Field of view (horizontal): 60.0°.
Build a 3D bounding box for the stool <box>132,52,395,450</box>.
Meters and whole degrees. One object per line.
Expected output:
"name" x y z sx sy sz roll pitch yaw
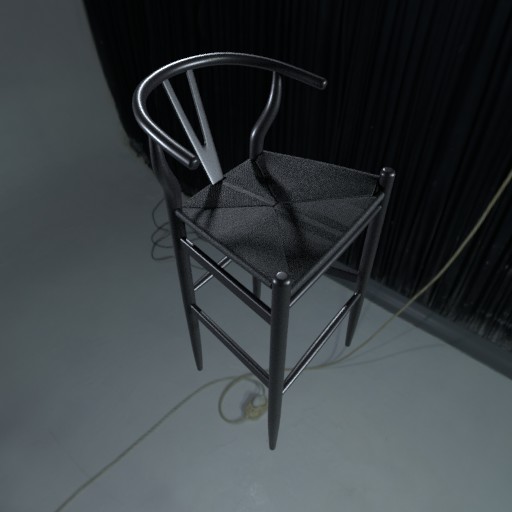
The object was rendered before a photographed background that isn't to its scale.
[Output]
"stool" 0.000 0.000 1.405 0.579 1.072 0.569 27 49 26
